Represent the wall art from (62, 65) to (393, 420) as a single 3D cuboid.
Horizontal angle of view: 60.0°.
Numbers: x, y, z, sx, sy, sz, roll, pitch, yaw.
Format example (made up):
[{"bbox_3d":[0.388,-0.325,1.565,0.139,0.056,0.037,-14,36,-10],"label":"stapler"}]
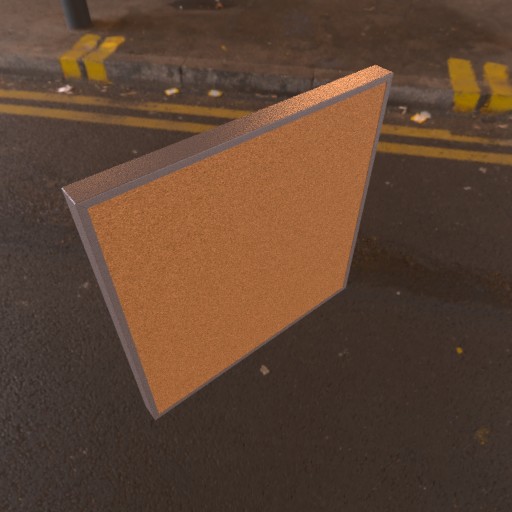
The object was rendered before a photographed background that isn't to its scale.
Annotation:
[{"bbox_3d":[0.000,0.000,0.520,0.349,0.349,0.028,-30,53,-26],"label":"wall art"}]
